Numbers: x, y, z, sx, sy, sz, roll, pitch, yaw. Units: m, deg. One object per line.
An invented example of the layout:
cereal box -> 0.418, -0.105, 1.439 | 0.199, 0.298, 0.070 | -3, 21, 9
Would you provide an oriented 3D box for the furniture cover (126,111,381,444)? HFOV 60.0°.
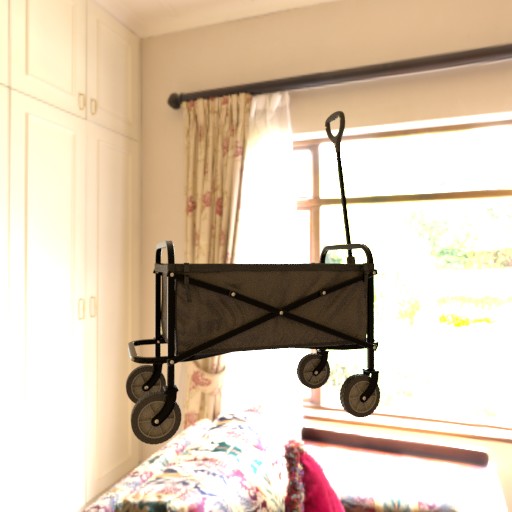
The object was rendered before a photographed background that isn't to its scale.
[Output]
furniture cover -> 0.000, 0.000, 1.878 | 1.038, 1.295, 0.532 | 0, -1, -18
